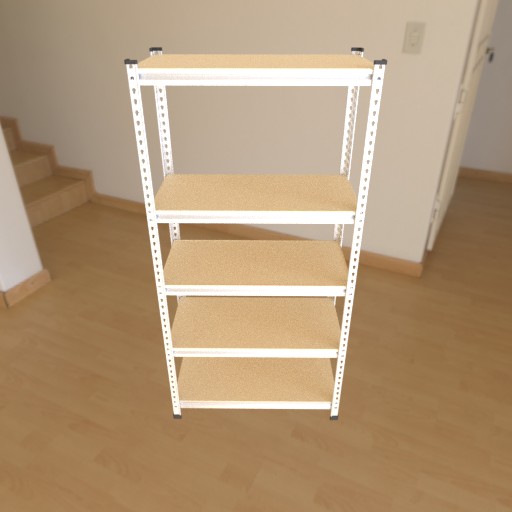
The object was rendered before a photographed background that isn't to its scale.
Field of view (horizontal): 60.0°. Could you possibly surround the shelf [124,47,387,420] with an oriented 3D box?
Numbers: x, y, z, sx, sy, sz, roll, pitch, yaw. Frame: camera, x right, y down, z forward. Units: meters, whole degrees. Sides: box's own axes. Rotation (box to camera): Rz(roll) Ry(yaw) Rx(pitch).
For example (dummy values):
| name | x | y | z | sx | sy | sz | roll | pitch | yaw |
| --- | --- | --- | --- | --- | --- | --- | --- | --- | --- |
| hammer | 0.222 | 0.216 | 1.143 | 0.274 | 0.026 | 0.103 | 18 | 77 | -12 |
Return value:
| name | x | y | z | sx | sy | sz | roll | pitch | yaw |
| --- | --- | --- | --- | --- | --- | --- | --- | --- | --- |
| shelf | 0.000 | 0.000 | 2.186 | 0.914 | 1.829 | 0.457 | 0 | 30 | 0 |
